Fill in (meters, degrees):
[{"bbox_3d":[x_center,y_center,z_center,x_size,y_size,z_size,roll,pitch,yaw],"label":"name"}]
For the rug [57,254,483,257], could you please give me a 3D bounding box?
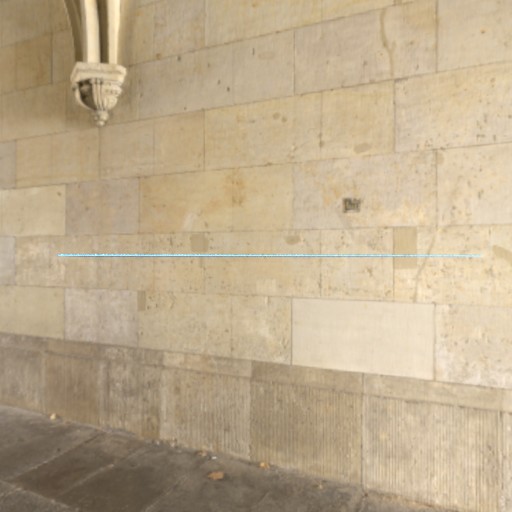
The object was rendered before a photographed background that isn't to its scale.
[{"bbox_3d":[0.000,0.000,3.061,2.373,0.009,1.622,0,0,-18],"label":"rug"}]
